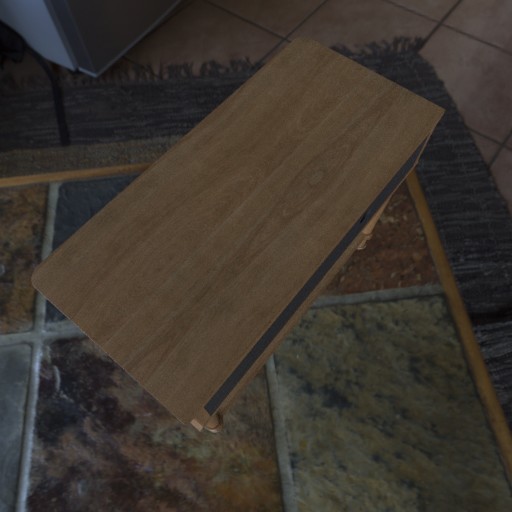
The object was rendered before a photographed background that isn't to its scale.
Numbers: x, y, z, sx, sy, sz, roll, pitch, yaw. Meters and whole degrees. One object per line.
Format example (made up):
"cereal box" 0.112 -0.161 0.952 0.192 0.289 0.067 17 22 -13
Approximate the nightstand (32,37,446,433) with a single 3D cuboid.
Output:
"nightstand" 0.000 0.000 1.281 0.432 0.700 0.914 36 69 16
